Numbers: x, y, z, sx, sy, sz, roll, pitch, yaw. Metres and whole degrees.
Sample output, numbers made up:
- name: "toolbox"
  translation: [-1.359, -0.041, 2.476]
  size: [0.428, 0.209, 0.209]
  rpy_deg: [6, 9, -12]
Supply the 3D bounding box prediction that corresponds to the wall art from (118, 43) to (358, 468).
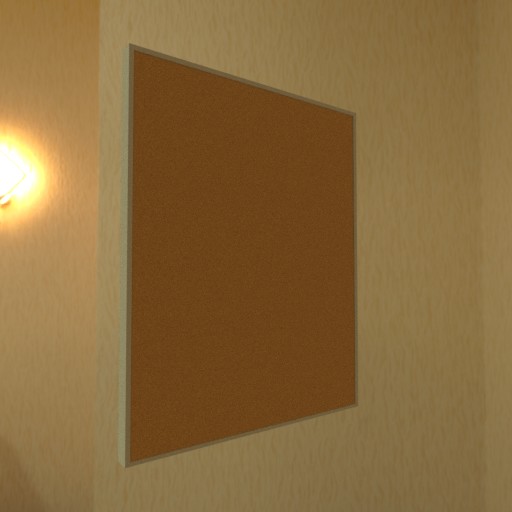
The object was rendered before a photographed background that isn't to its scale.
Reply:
- name: "wall art"
  translation: [0.000, 0.000, 0.997]
  size: [0.611, 0.763, 0.055]
  rpy_deg: [1, -2, -36]
